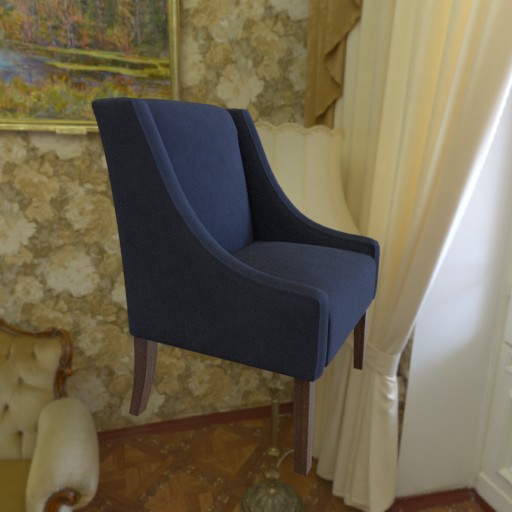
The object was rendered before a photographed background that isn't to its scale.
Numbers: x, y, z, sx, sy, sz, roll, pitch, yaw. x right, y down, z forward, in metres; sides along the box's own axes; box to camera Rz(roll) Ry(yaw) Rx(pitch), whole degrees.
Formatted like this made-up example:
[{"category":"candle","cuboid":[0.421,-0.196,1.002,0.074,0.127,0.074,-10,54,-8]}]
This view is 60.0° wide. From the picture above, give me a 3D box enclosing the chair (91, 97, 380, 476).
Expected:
[{"category":"chair","cuboid":[0.000,0.000,1.339,0.629,0.895,0.629,8,17,26]}]
